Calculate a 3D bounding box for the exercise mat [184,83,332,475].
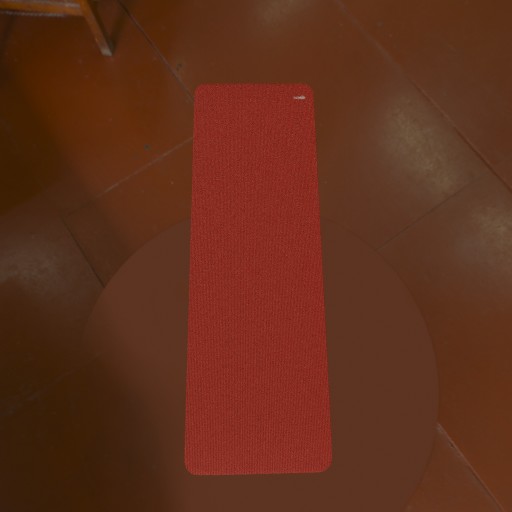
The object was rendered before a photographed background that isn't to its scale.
[{"bbox_3d":[0.000,0.000,2.075,0.616,0.021,1.869,-1,75,0],"label":"exercise mat"}]
